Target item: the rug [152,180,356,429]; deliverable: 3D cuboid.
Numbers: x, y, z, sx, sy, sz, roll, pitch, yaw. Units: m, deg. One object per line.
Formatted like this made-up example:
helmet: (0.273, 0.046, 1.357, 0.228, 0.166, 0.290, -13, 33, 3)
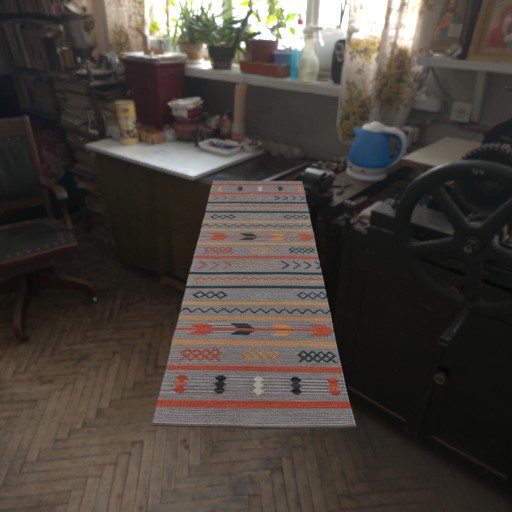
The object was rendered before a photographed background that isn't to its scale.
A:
rug: (0.000, 0.000, 2.634, 0.744, 0.022, 2.419, 0, 31, 0)
